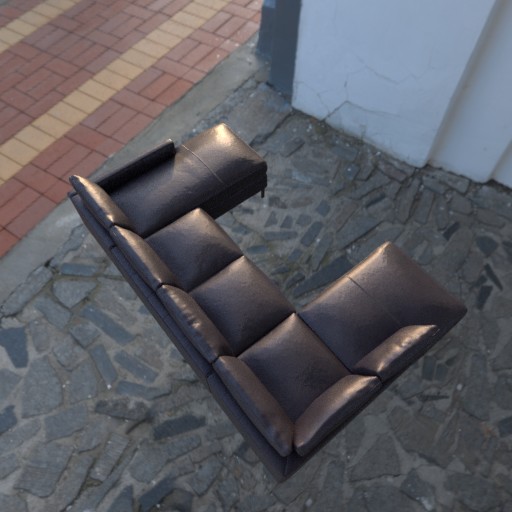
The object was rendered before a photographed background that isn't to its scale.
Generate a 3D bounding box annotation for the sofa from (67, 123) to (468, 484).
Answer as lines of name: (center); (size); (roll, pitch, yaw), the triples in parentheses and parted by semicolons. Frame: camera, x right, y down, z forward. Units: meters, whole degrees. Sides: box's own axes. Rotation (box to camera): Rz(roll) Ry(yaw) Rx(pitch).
sofa: (0.000, 0.000, 3.798); (1.939, 0.900, 2.956); (-35, 65, -19)
